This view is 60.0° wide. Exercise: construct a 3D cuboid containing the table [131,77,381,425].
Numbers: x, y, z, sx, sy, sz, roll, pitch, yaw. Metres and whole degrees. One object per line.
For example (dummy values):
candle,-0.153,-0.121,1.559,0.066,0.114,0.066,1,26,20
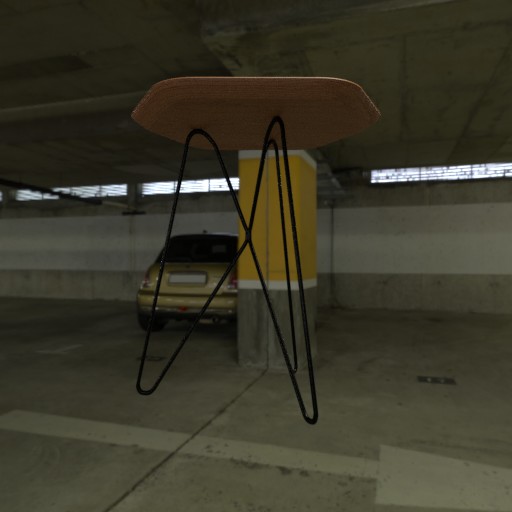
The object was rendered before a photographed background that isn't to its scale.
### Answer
table,0.000,0.000,0.895,0.500,0.562,0.400,0,0,0
